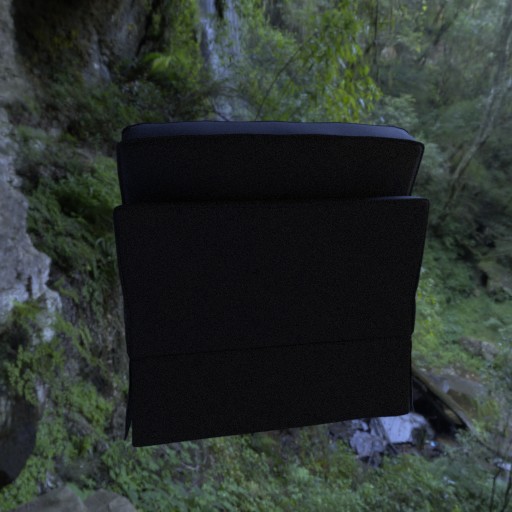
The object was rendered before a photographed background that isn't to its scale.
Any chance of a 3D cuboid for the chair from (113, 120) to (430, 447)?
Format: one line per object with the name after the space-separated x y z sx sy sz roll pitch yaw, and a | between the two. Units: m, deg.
0.000 0.000 1.977 1.119 1.140 1.002 -3 16 -9 | chair
